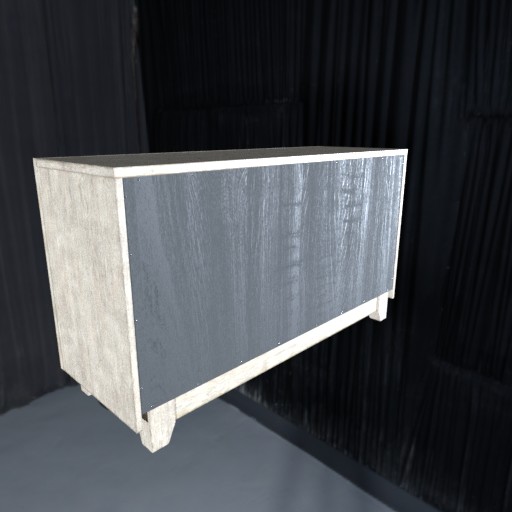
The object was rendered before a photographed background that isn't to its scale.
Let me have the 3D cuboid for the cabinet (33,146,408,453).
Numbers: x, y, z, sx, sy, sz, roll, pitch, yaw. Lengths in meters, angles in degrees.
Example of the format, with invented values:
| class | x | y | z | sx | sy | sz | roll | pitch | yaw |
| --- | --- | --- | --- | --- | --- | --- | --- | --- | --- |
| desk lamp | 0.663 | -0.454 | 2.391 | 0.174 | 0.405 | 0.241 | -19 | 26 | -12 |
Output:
| class | x | y | z | sx | sy | sz | roll | pitch | yaw |
| --- | --- | --- | --- | --- | --- | --- | --- | --- | --- |
| cabinet | 0.000 | 0.000 | 1.814 | 0.511 | 0.825 | 1.460 | 15 | 22 | 42 |
